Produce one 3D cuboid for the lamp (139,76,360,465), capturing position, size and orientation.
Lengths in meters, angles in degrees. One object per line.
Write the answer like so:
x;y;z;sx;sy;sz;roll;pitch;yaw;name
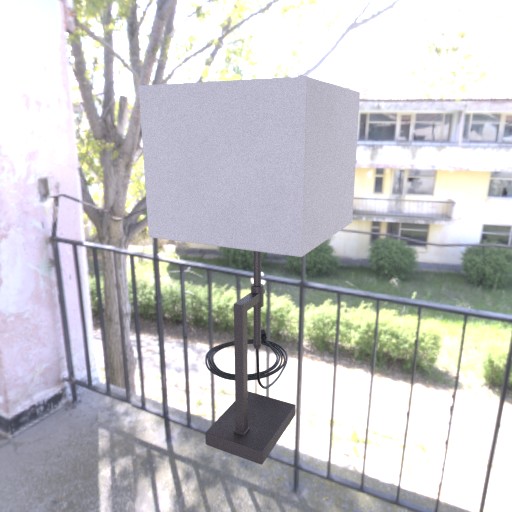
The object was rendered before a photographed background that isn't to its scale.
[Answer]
0.000;0.000;0.963;0.399;0.660;0.504;8;18;25;lamp
